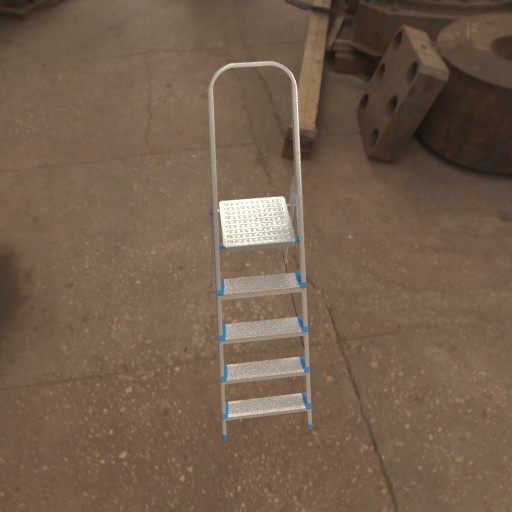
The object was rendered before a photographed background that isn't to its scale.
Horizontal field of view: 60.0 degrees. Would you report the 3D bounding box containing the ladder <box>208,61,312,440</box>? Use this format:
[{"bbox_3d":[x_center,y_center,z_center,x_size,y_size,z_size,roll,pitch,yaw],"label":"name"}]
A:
[{"bbox_3d":[0.000,0.000,1.999,0.468,1.648,0.990,-5,48,-5],"label":"ladder"}]
